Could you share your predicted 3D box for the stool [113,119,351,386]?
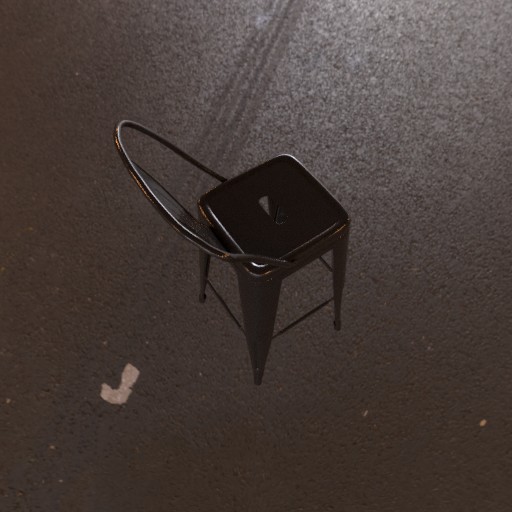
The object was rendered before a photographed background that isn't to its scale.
[{"bbox_3d":[0.000,0.000,1.321,0.528,1.022,0.432,-30,64,-17],"label":"stool"}]
